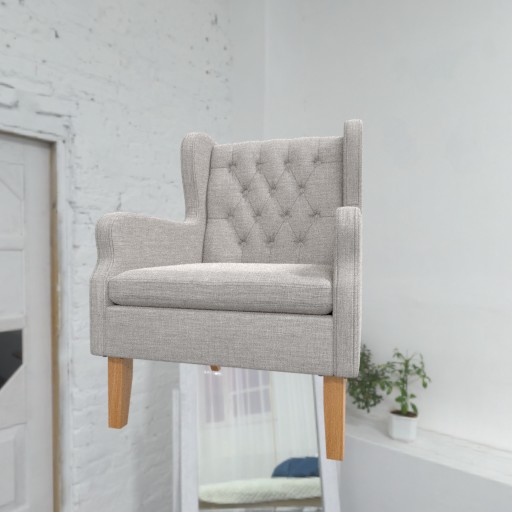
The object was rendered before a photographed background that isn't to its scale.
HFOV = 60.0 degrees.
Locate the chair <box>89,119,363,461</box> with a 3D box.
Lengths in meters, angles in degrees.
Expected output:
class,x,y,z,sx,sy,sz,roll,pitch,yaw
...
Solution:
class,x,y,z,sx,sy,sz,roll,pitch,yaw
chair,0.000,0.000,1.442,0.710,0.930,0.760,1,2,17
